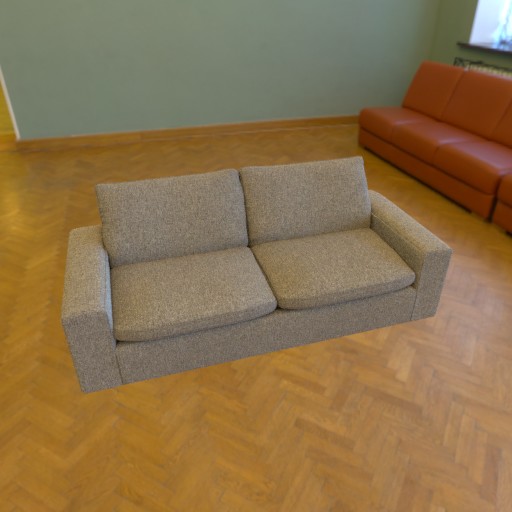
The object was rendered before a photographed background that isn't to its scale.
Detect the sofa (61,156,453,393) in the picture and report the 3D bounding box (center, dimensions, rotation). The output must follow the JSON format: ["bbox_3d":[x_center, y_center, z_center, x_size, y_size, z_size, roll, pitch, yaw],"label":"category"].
[{"bbox_3d":[0.000,0.000,2.886,2.299,0.922,1.040,-9,33,-15],"label":"sofa"}]
